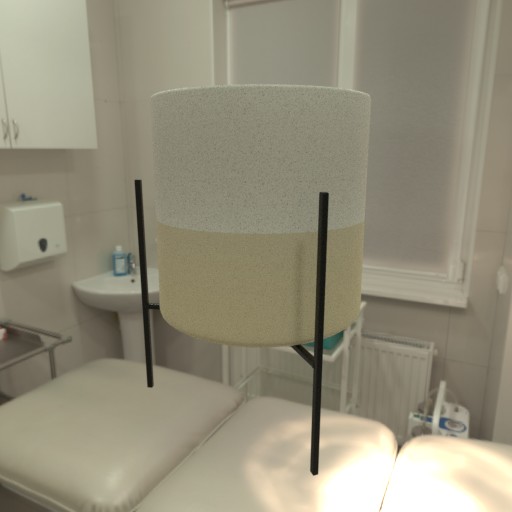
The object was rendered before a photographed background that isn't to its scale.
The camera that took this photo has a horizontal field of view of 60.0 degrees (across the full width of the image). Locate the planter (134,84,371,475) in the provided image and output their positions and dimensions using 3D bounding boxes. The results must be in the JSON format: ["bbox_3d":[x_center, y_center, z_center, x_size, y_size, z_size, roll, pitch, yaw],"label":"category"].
[{"bbox_3d":[0.000,0.000,0.545,0.263,0.362,0.267,7,15,26],"label":"planter"}]
